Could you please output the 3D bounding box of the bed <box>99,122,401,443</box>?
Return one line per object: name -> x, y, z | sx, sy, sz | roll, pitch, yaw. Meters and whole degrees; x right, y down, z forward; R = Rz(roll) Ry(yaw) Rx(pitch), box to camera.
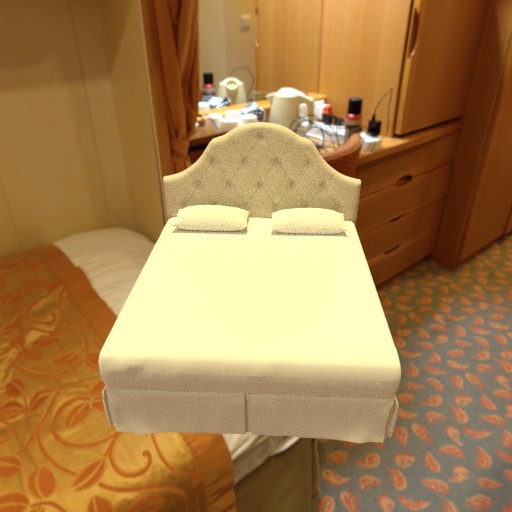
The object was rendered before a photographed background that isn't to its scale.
bed -> 0.000, 0.000, 3.575 | 2.008, 1.615, 2.214 | 1, 30, 2
